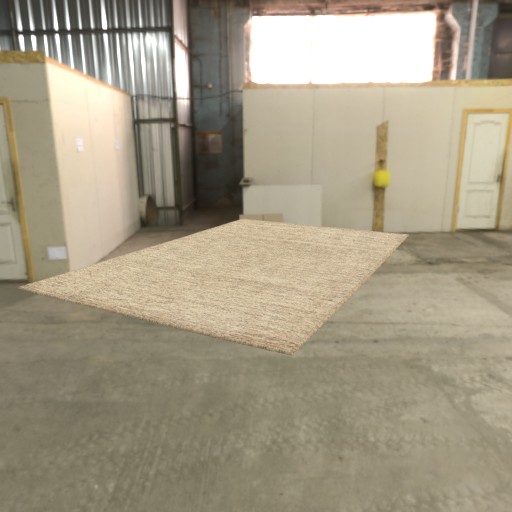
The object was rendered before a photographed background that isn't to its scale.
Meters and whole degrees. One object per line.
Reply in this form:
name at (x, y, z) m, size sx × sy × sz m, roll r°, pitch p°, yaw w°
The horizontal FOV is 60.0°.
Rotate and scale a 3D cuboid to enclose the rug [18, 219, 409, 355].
rug at (0.000, 0.000, 2.293) m, size 1.211 × 0.018 × 1.822 m, roll 8°, pitch 17°, yaw 27°
